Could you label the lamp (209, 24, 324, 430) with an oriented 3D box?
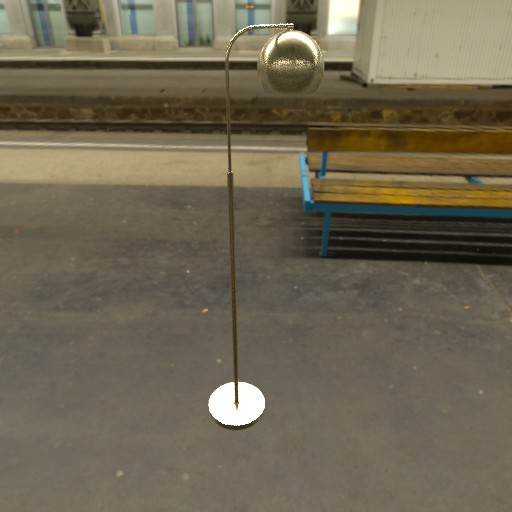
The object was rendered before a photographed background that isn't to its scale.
[{"bbox_3d":[0.000,0.000,1.647,0.431,1.526,0.250,-9,30,-17],"label":"lamp"}]
